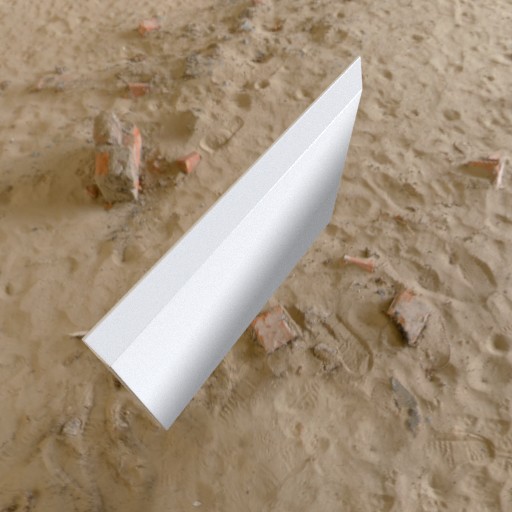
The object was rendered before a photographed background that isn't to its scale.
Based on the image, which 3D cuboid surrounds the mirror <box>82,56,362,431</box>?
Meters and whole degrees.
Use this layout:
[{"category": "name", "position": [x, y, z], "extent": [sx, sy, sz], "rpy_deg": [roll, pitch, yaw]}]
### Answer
[{"category": "mirror", "position": [0.000, 0.000, 1.123], "extent": [0.030, 0.630, 0.870], "rpy_deg": [31, 63, 18]}]
